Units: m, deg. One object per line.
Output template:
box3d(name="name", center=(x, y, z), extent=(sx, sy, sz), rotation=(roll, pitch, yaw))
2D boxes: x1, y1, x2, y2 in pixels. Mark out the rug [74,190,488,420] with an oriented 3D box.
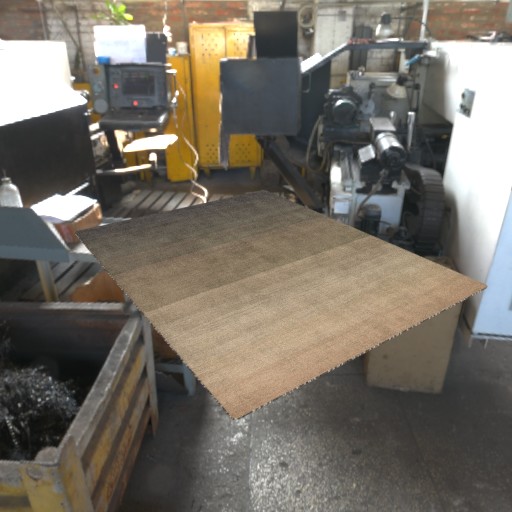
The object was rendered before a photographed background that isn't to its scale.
box3d(name="rug", center=(0.000, 0.000, 3.842), extent=(2.306, 0.017, 2.902), rotation=(-17, 31, -31))
